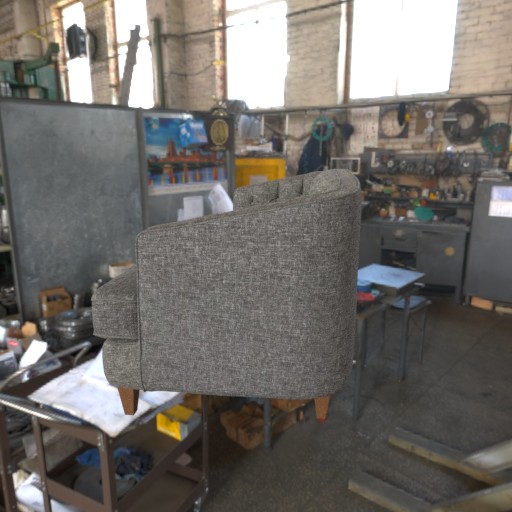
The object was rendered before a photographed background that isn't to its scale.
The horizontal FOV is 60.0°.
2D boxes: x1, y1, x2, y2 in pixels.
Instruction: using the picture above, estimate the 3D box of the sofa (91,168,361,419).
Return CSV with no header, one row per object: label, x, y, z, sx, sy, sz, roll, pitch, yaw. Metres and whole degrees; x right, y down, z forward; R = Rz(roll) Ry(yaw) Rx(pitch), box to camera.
sofa,0.000,0.000,2.269,0.941,0.855,1.733,2,14,8
